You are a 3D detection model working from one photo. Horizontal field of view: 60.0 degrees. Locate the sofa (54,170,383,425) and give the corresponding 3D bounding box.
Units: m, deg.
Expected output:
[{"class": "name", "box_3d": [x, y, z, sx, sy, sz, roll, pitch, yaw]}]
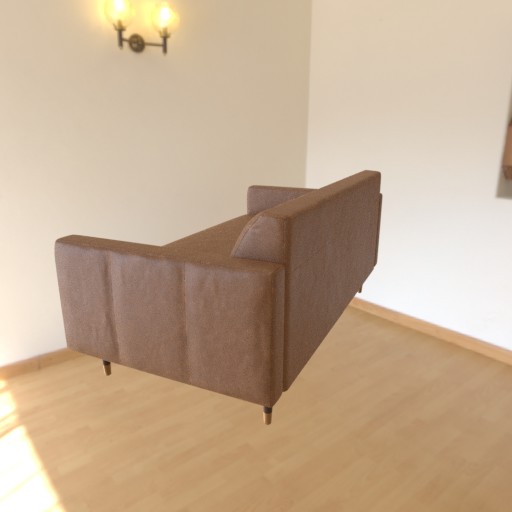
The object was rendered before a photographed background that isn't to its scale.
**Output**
[{"class": "sofa", "box_3d": [0.000, 0.000, 2.407, 0.993, 0.821, 1.847, 8, 18, 24]}]
